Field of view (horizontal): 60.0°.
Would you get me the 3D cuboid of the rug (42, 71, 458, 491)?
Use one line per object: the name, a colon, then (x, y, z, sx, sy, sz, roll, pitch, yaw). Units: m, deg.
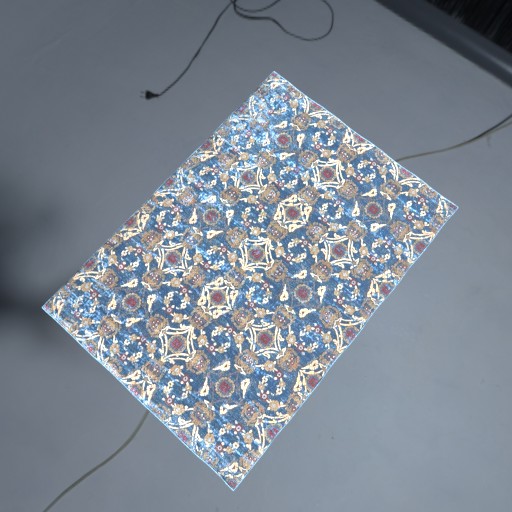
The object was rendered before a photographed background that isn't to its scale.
rug: (0.000, 0.000, 2.792, 1.567, 0.014, 2.207, 40, 79, 9)
